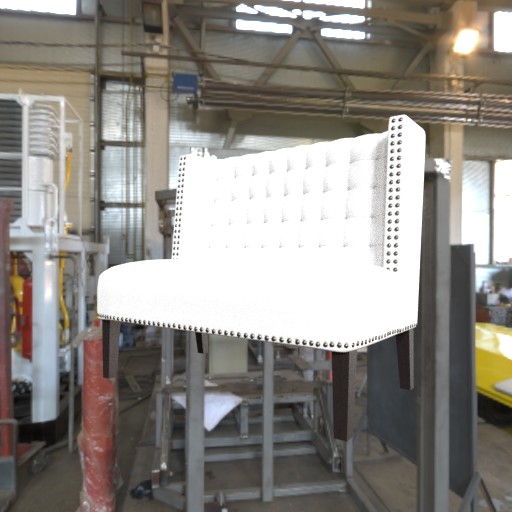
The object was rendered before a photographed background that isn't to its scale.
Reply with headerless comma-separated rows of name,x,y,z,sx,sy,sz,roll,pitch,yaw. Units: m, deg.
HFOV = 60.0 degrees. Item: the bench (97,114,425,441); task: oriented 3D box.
bench,0.000,0.000,1.996,1.280,1.123,0.847,0,0,36
